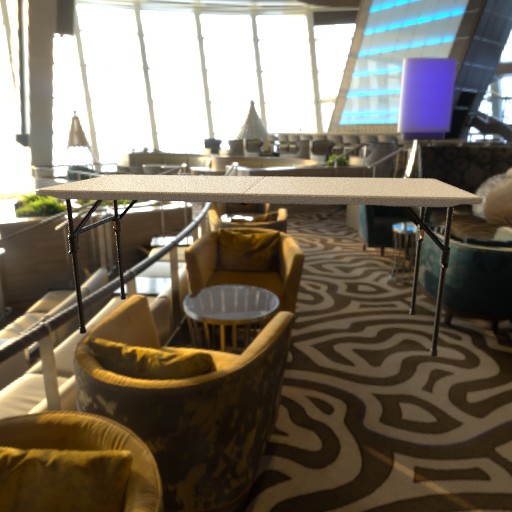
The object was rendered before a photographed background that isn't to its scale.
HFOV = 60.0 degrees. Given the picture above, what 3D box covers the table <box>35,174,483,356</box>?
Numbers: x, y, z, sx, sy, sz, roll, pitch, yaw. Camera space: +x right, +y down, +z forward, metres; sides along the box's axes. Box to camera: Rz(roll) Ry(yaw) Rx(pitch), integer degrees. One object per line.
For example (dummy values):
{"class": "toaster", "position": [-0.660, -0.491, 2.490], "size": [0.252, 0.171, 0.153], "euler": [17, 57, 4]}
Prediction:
{"class": "table", "position": [0.000, 0.000, 2.214], "size": [1.829, 0.719, 0.761], "euler": [2, 16, 8]}
